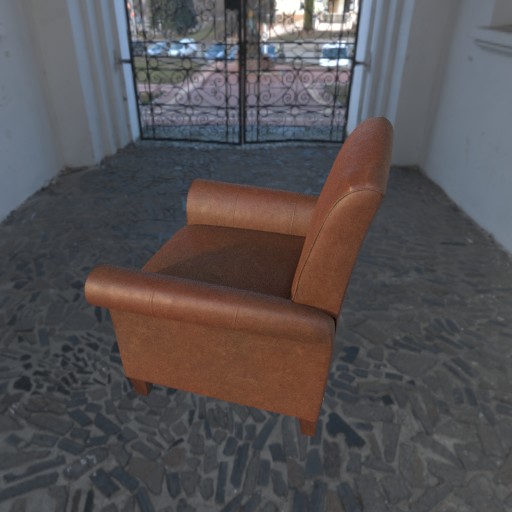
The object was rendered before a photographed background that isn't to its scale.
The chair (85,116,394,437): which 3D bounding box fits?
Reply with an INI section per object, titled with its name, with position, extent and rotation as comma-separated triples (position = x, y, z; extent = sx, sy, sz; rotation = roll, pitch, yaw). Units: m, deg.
[chair]
position = 0.000, 0.000, 1.759
extent = 0.902, 1.061, 0.978
rotation = 8, 32, 14
